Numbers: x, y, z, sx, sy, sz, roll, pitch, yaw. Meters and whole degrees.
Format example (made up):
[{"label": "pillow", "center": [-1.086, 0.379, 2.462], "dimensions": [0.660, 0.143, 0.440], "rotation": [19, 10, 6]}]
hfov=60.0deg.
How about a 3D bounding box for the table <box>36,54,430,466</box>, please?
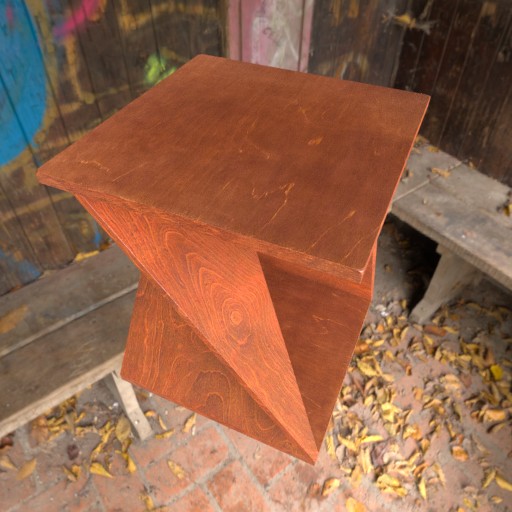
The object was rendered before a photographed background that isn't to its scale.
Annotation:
[{"label": "table", "center": [0.000, 0.000, 0.824], "dimensions": [0.427, 0.520, 0.427], "rotation": [18, 48, 17]}]
